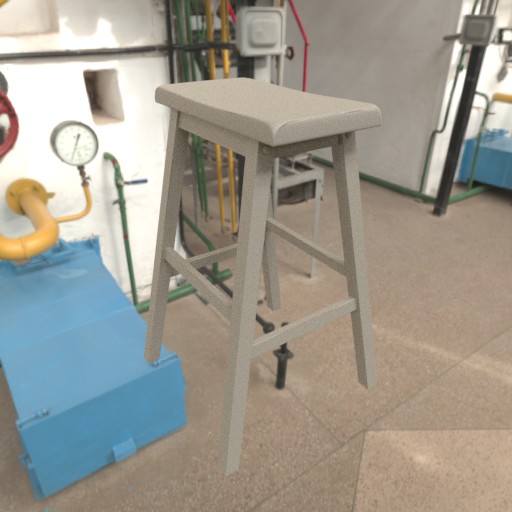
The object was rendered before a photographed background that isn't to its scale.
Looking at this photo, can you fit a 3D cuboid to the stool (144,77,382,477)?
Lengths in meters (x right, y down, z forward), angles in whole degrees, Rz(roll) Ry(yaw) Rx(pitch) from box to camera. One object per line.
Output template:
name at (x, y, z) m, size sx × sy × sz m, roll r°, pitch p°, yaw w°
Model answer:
stool at (0.000, 0.000, 1.060) m, size 0.476 × 0.737 × 0.457 m, roll -19°, pitch 34°, yaw -30°
